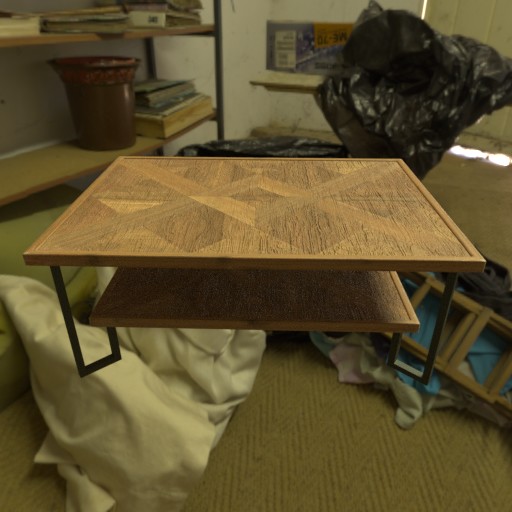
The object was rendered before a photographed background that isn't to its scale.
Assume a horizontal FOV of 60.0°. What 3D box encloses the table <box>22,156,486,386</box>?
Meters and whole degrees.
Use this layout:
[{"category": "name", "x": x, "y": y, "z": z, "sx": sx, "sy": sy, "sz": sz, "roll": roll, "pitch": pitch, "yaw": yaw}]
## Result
[{"category": "table", "x": 0.000, "y": 0.000, "z": 1.679, "sx": 1.238, "sy": 0.492, "sz": 0.877, "roll": 1, "pitch": 30, "yaw": 1}]
